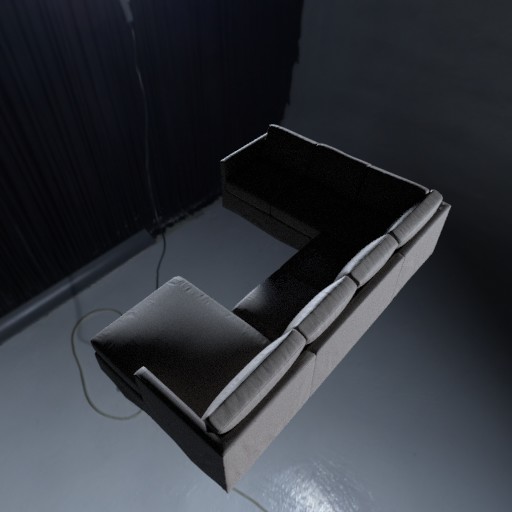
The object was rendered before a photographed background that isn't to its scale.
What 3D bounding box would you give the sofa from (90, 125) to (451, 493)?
[{"bbox_3d":[0.000,0.000,4.452,2.427,0.882,3.460,32,53,28],"label":"sofa"}]
